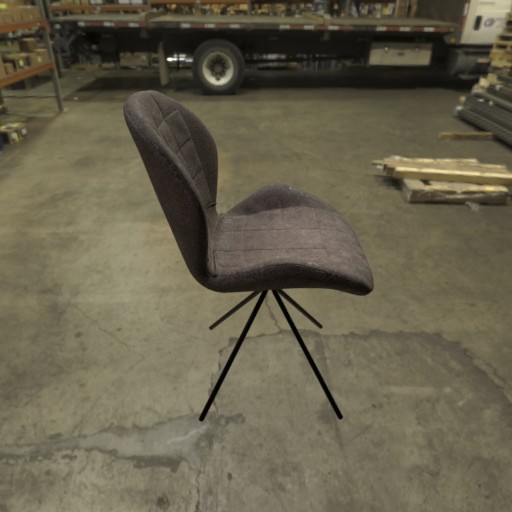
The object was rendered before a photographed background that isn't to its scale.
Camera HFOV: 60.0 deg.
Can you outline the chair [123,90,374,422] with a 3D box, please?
[{"bbox_3d":[0.000,0.000,1.328,0.640,0.934,0.527,0,31,-1],"label":"chair"}]
